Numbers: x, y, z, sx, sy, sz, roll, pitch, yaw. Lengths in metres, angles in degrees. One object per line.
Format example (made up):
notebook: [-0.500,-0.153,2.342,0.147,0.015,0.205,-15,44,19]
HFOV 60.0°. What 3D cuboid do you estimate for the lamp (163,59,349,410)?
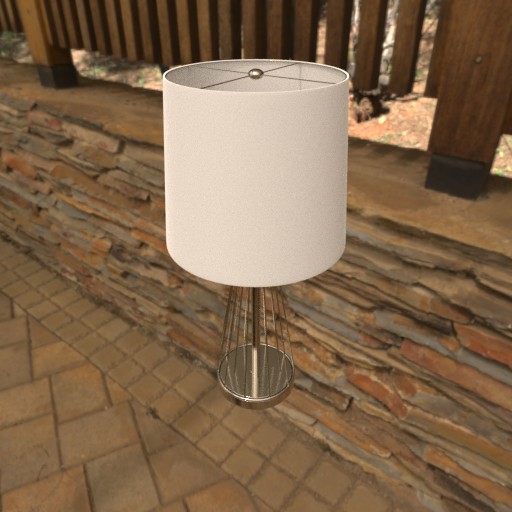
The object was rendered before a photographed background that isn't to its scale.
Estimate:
lamp: [0.000,0.000,0.784,0.303,0.618,0.303,0,32,0]
